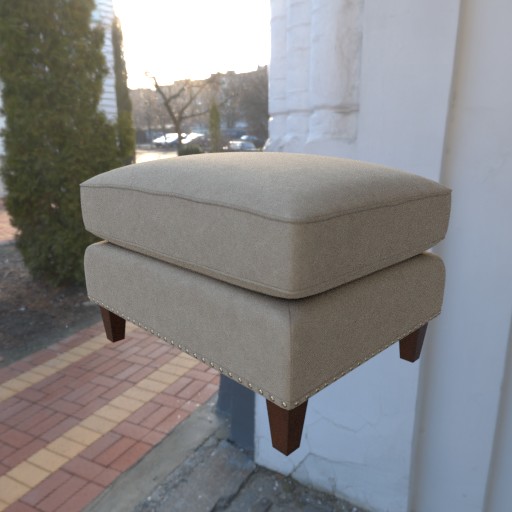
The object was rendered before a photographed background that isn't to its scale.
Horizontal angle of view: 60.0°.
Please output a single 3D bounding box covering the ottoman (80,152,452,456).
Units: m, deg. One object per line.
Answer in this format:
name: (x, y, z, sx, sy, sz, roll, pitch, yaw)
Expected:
ottoman: (0.000, 0.000, 1.123, 0.584, 0.513, 0.741, -14, 21, -43)
